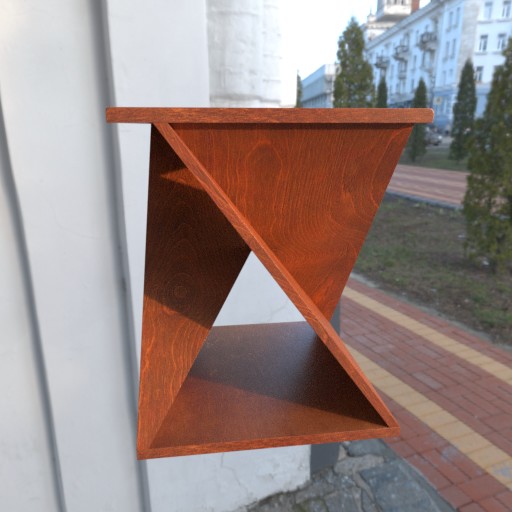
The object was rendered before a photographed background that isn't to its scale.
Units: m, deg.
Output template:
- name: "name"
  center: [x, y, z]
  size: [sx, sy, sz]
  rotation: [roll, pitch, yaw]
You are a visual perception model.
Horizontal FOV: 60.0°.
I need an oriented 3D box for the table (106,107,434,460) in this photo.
- name: "table"
  center: [0.000, 0.000, 0.844]
  size: [0.427, 0.520, 0.427]
  rotation: [-2, 17, -7]
